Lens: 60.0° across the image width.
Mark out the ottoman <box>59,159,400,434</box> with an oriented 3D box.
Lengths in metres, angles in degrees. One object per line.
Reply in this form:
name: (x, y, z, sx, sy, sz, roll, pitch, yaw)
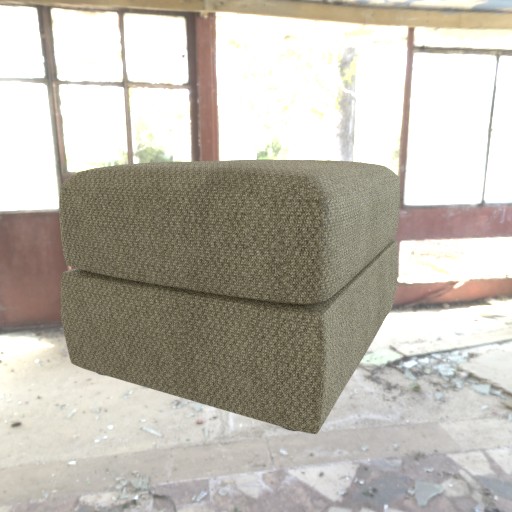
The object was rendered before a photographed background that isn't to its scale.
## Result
ottoman: (0.000, 0.000, 1.130, 0.603, 0.476, 0.751, 6, 15, 26)
